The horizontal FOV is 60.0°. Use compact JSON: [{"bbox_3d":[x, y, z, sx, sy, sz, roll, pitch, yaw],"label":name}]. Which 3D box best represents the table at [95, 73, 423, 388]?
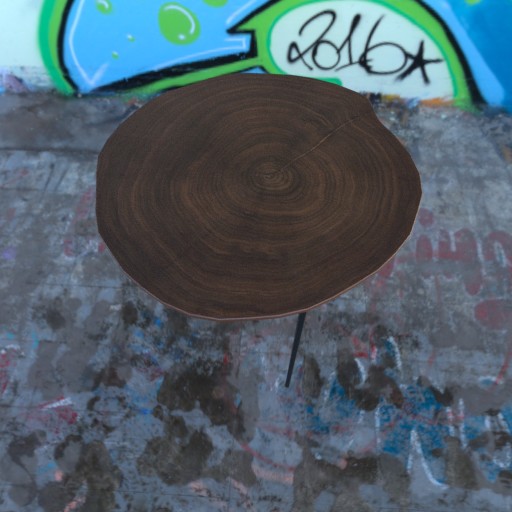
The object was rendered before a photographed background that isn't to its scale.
[{"bbox_3d":[0.000,0.000,0.870,0.494,0.476,0.477,2,59,1],"label":"table"}]
